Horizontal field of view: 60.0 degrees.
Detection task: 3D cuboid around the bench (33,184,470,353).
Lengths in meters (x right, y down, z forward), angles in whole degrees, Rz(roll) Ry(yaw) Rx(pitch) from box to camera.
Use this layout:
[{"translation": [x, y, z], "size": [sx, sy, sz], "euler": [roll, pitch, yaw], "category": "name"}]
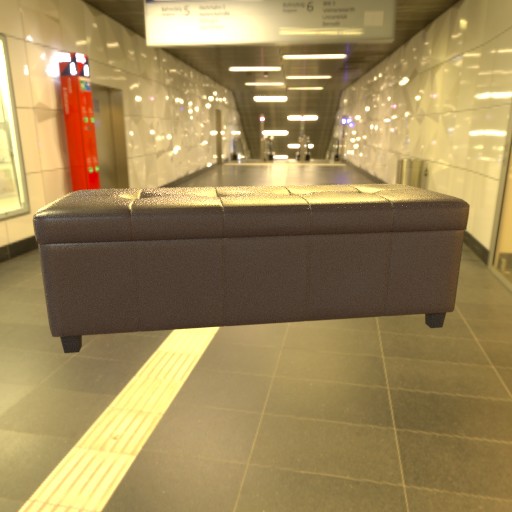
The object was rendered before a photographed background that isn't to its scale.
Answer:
[{"translation": [0.000, 0.000, 1.452], "size": [1.219, 0.417, 0.450], "euler": [-2, 16, -8], "category": "bench"}]
